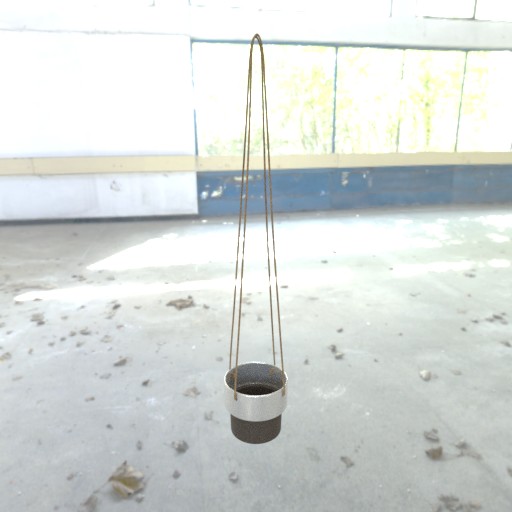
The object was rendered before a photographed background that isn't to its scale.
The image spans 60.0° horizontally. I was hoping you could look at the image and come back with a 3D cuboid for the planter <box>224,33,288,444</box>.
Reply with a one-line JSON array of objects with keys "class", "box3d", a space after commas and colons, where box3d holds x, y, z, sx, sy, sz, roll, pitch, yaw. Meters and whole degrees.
[{"class": "planter", "box3d": [0.000, 0.000, 1.183, 0.187, 1.073, 0.187, -3, 16, -9]}]
